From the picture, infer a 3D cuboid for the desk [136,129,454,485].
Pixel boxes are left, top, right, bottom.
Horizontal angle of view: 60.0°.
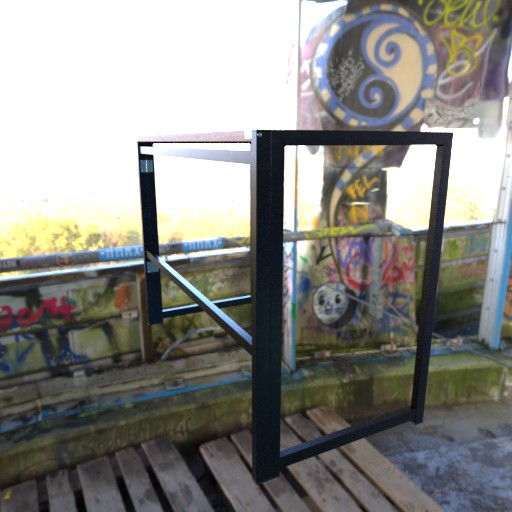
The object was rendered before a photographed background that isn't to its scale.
[{"bbox_3d":[0.000,0.000,1.437,0.508,0.762,1.016,-7,16,-26],"label":"desk"}]
